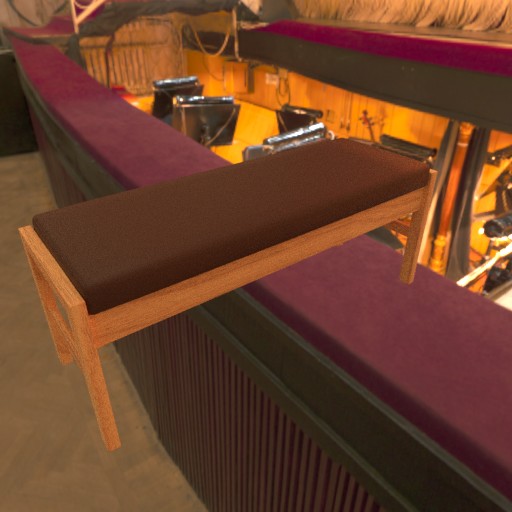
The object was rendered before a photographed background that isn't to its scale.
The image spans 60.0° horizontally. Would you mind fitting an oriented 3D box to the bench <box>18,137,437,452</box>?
[{"bbox_3d":[0.000,0.000,1.396,1.200,0.480,0.405,-22,37,-31],"label":"bench"}]
